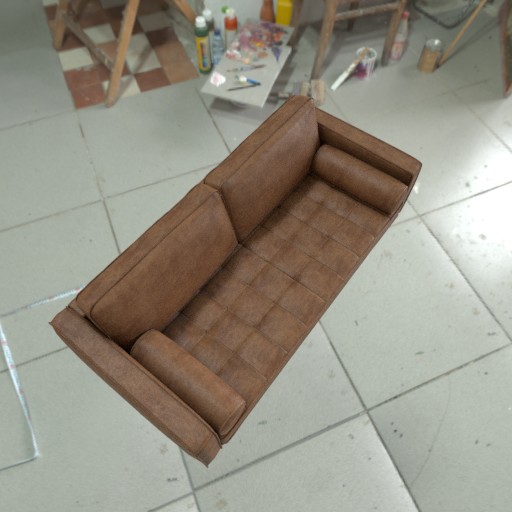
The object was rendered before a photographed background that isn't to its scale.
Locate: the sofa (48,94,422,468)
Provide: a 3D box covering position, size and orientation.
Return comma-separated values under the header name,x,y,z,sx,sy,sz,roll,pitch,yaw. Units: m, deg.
name,x,y,z,sx,sy,sz,roll,pitch,yaw
sofa,0.000,0.000,2.388,0.924,0.825,1.920,34,65,18
